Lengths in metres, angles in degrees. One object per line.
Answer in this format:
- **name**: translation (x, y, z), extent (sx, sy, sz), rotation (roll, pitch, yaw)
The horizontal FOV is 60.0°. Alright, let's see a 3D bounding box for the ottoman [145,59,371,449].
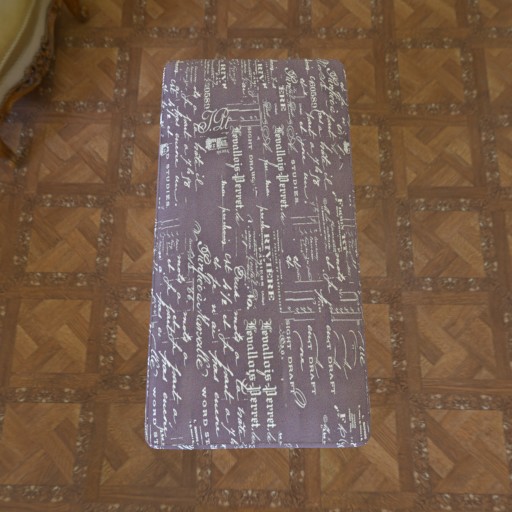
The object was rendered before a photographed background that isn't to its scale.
- **ottoman**: translation (0.000, 0.000, 1.068), extent (0.406, 0.457, 0.813), rotation (-1, 75, 0)
